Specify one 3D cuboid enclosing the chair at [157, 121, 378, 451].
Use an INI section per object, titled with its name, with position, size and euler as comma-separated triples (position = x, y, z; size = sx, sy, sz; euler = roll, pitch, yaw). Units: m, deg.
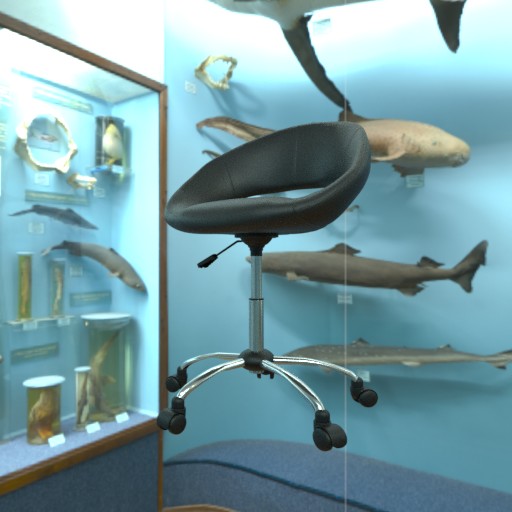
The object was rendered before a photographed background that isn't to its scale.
[chair]
position = 0.000, 0.000, 1.160
size = 0.612, 0.791, 0.538
euler = 0, 0, 36
